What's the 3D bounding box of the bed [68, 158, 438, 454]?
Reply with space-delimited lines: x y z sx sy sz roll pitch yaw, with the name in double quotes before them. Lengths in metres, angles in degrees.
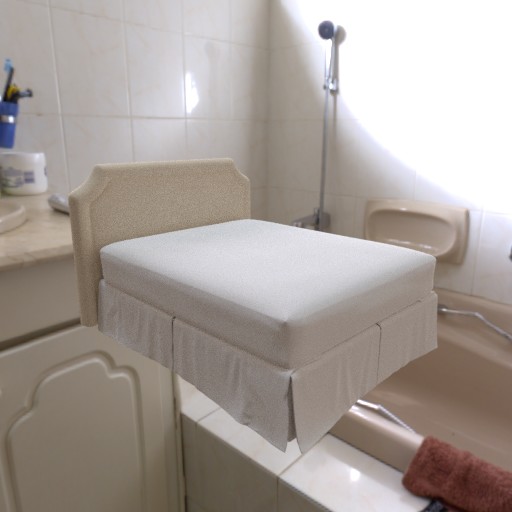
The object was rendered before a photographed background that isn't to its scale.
"bed" 0.000 0.000 3.279 1.827 1.296 2.209 -15 21 -43
